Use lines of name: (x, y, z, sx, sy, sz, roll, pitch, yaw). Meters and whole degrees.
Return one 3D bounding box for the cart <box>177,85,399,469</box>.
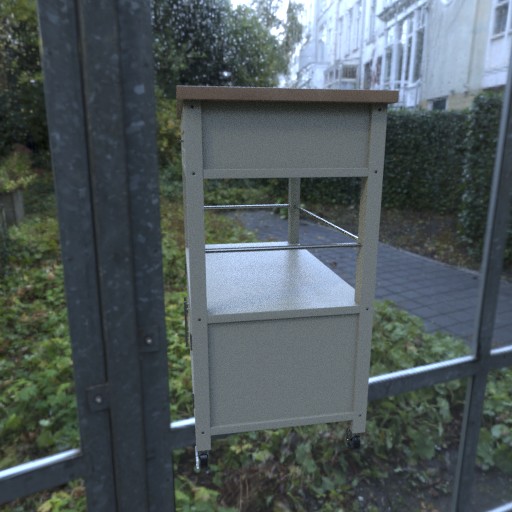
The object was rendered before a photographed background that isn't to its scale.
cart: (0.000, 0.000, 1.395, 0.459, 0.901, 0.840, -2, 14, -10)
